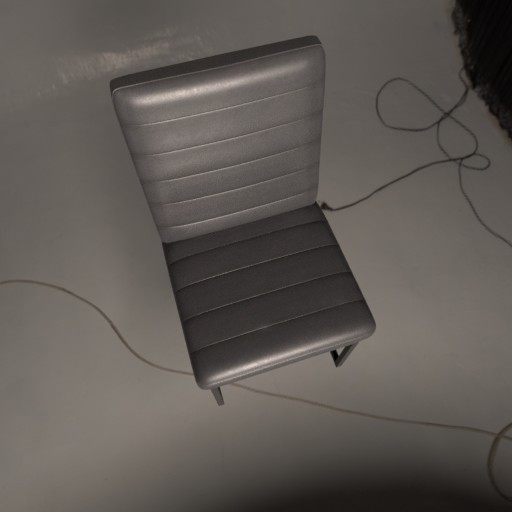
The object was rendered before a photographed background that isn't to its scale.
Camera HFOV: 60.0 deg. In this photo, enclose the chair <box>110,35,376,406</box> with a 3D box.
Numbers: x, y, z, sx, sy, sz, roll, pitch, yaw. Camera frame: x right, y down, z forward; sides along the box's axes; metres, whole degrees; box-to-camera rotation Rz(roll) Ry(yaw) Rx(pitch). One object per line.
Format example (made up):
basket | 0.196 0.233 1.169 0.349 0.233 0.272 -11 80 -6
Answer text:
chair | 0.000 0.000 1.299 0.520 0.930 0.634 -16 64 -8
